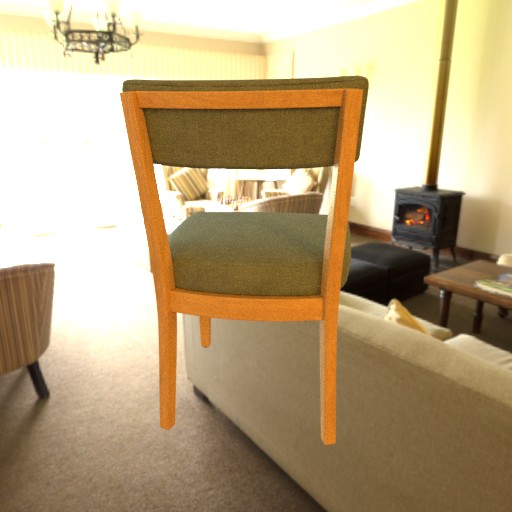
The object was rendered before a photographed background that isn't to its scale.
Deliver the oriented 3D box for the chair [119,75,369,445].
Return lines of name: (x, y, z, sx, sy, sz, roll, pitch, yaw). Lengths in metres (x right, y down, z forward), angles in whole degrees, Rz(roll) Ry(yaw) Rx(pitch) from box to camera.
chair: (0.000, 0.000, 1.170, 0.508, 0.832, 0.572, 2, 16, 8)
